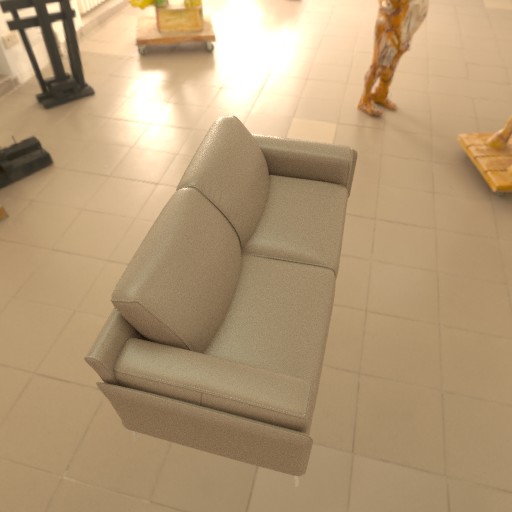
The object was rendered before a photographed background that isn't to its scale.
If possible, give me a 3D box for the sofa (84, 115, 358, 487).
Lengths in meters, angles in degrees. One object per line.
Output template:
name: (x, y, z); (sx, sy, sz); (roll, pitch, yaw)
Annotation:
sofa: (0.000, 0.000, 2.572); (1.049, 0.930, 2.101); (10, 47, 9)
